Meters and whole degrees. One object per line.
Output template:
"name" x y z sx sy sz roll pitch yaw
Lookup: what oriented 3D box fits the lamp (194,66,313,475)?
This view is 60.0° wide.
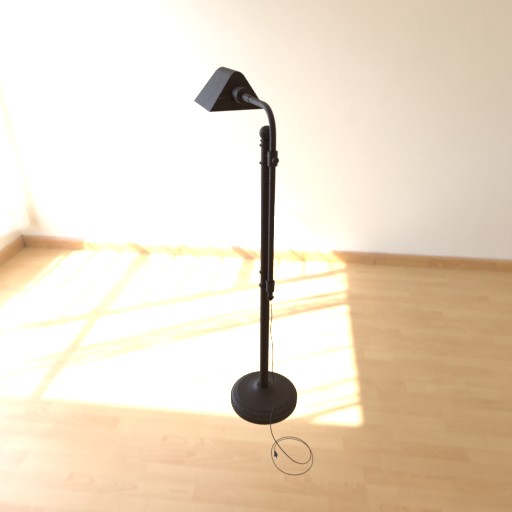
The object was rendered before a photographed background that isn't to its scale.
"lamp" 0.000 0.000 0.942 0.159 0.708 0.545 -9 29 -16
